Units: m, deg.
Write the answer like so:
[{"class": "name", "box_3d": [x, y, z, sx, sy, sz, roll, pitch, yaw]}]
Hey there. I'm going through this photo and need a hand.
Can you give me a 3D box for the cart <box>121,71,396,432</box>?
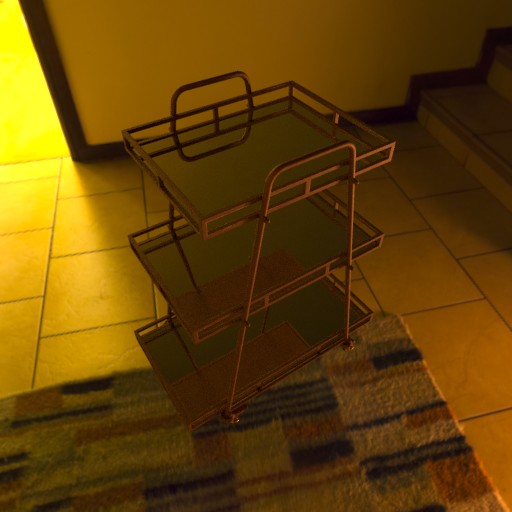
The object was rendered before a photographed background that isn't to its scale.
[{"class": "cart", "box_3d": [0.000, 0.000, 1.264, 0.711, 0.883, 0.441, -25, 50, -23]}]
